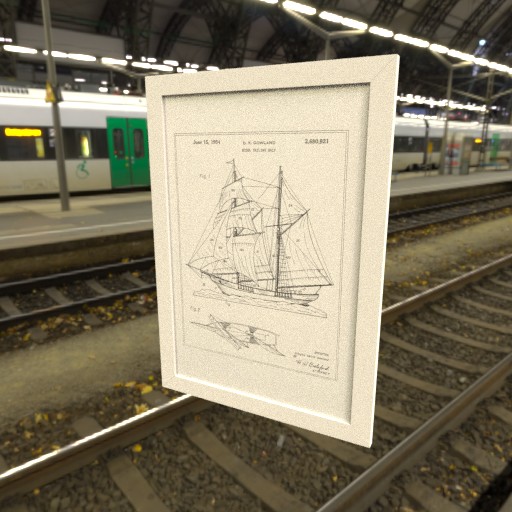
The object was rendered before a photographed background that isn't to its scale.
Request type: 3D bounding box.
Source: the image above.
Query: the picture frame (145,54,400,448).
[{"bbox_3d":[0.000,0.000,0.579,0.326,0.459,0.011,7,15,26],"label":"picture frame"}]
